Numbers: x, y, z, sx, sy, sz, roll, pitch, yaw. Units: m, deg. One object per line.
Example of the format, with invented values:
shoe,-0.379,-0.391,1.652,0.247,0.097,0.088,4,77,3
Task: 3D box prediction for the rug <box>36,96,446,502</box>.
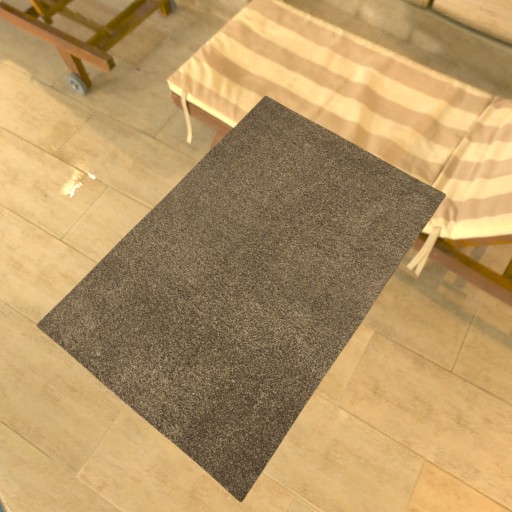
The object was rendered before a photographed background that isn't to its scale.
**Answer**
rug,0.000,0.000,3.320,1.802,0.026,2.699,34,69,15
